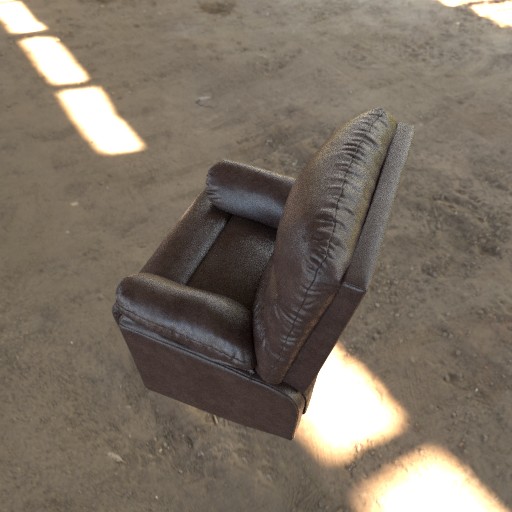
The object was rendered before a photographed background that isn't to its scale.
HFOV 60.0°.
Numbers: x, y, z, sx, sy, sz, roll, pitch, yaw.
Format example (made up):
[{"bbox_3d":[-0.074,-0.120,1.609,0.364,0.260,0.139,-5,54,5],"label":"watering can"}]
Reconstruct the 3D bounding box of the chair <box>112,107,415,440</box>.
[{"bbox_3d":[0.000,0.000,1.707,0.879,1.041,0.940,16,49,15],"label":"chair"}]
